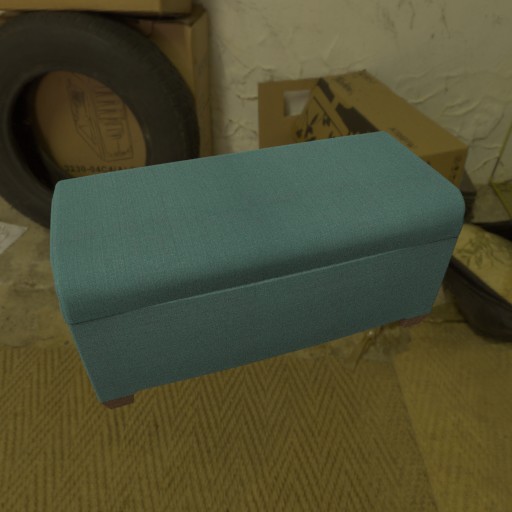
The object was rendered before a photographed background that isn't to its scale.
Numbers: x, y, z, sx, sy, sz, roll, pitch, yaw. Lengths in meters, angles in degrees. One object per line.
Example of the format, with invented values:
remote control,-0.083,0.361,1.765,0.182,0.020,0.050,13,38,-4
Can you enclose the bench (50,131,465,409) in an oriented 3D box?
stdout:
bench,0.000,0.000,1.258,0.995,0.474,0.476,-12,41,-14
